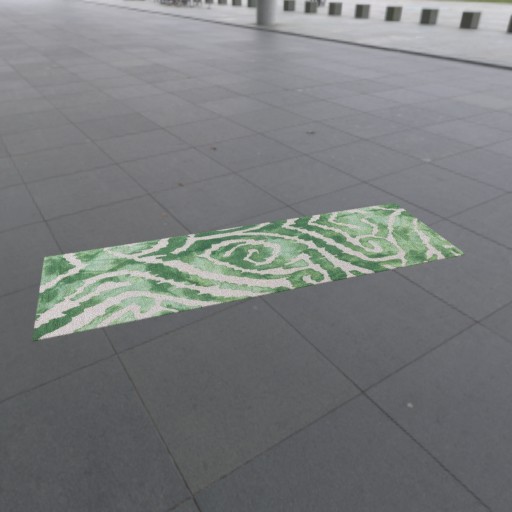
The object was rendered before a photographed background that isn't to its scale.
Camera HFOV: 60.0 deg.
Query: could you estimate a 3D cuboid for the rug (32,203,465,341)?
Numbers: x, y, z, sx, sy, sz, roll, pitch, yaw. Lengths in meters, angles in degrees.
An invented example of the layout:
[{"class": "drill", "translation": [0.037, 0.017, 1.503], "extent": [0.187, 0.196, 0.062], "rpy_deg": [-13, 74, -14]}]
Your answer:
[{"class": "rug", "translation": [0.000, 0.000, 2.688], "extent": [2.438, 0.006, 0.761], "rpy_deg": [-10, 34, -15]}]
